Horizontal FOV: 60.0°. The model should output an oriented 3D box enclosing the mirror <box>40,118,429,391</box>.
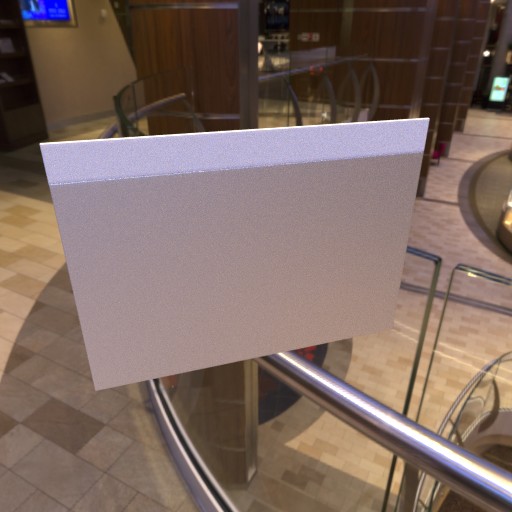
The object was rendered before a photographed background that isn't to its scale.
[{"bbox_3d":[0.000,0.000,1.115,0.870,0.630,0.030,-8,29,-15],"label":"mirror"}]
